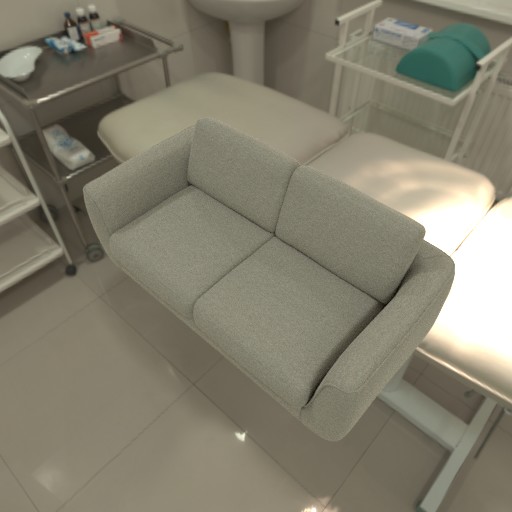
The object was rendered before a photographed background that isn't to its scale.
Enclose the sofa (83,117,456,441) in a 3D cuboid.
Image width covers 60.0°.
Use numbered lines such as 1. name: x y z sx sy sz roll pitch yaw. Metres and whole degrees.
1. sofa: 0.000 0.000 2.224 1.700 0.850 0.920 34 56 27
